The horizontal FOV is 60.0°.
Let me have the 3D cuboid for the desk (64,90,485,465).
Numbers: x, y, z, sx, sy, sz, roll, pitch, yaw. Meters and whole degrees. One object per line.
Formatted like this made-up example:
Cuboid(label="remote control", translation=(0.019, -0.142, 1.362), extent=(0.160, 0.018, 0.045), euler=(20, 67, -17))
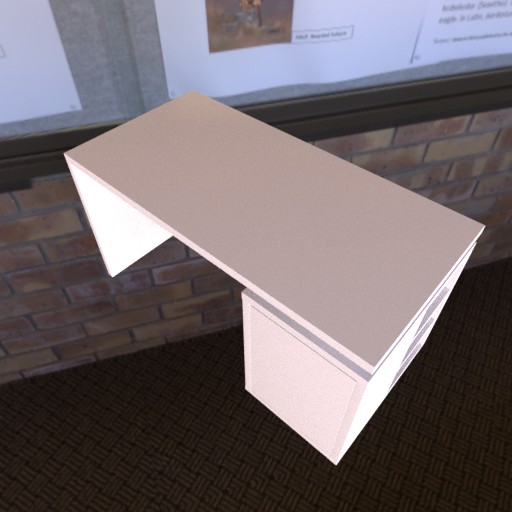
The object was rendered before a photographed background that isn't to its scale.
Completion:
Cuboid(label="desk", translation=(0.000, 0.000, 1.866), extent=(1.400, 0.740, 0.690), euler=(33, 55, 27))
